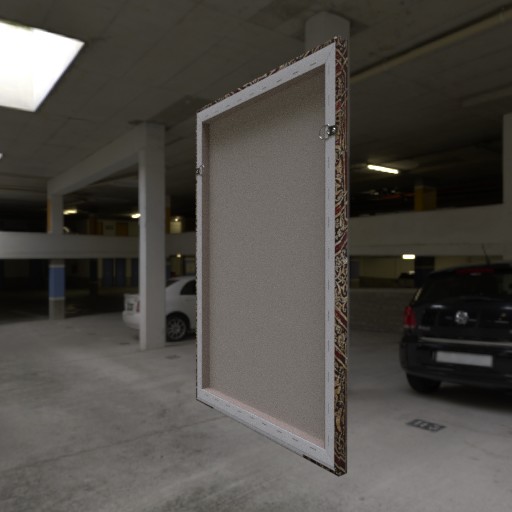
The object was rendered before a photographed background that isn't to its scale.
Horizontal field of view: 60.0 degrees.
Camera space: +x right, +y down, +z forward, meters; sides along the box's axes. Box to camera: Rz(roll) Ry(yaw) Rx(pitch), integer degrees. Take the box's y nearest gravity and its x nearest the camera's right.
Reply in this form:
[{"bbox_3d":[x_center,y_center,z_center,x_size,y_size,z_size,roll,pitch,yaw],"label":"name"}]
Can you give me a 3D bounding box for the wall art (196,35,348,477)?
[{"bbox_3d":[0.000,0.000,1.155,0.030,0.904,0.599,0,0,-37],"label":"wall art"}]
